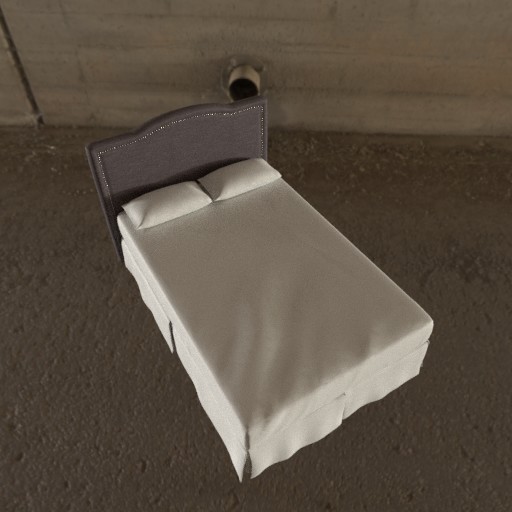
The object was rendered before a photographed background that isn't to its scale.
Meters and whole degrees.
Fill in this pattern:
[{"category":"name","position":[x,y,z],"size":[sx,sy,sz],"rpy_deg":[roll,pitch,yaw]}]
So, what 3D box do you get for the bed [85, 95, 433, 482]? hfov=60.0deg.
[{"category":"bed","position":[0.000,0.000,3.542],"size":[1.741,1.441,2.507],"rpy_deg":[-23,50,-21]}]
